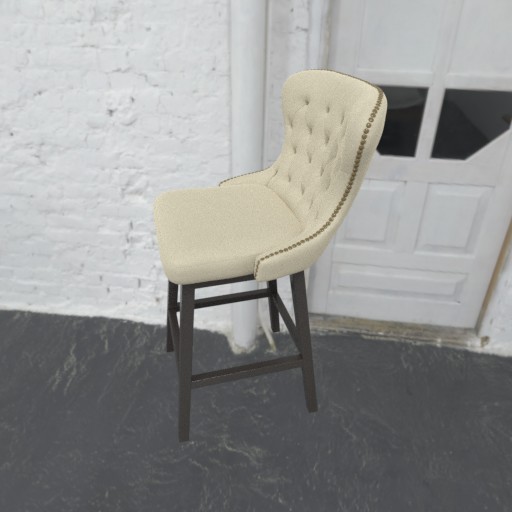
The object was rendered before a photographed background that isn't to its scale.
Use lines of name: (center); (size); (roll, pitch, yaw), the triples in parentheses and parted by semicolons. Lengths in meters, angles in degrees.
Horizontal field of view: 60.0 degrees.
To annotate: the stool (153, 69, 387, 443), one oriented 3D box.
stool: (0.000, 0.000, 1.319); (0.593, 0.971, 0.528); (-8, 32, -13)
